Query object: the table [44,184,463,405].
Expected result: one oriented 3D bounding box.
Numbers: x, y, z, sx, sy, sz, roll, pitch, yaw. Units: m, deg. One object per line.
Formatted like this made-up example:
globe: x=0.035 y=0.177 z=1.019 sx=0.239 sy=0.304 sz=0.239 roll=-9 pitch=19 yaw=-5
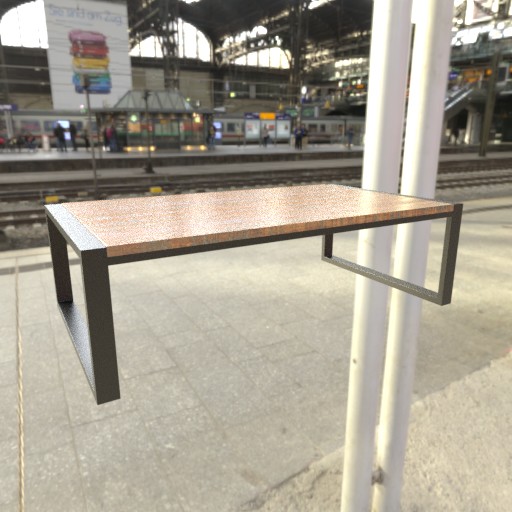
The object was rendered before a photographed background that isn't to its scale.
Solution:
table: x=0.000 y=0.000 z=1.687 sx=1.350 sy=0.400 sz=0.750 roll=-9 pitch=18 yaw=-29
